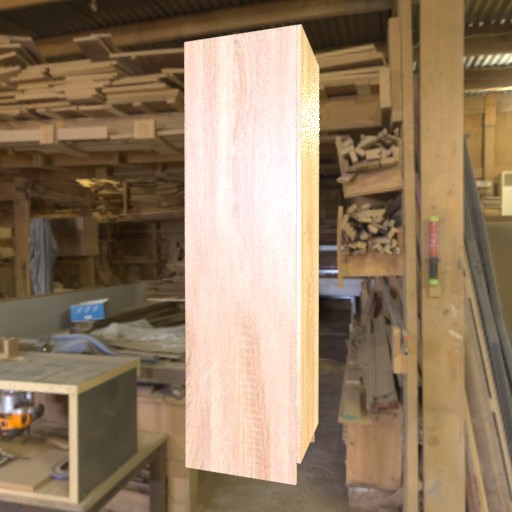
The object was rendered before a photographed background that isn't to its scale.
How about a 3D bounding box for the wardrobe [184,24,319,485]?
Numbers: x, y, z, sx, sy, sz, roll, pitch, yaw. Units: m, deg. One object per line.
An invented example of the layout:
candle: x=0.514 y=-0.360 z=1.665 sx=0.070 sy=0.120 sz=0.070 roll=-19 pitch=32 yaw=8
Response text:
wardrobe: x=0.000 y=0.000 z=2.355 sx=0.588 sy=2.117 sz=0.496 roll=0 pitch=1 yaw=17
